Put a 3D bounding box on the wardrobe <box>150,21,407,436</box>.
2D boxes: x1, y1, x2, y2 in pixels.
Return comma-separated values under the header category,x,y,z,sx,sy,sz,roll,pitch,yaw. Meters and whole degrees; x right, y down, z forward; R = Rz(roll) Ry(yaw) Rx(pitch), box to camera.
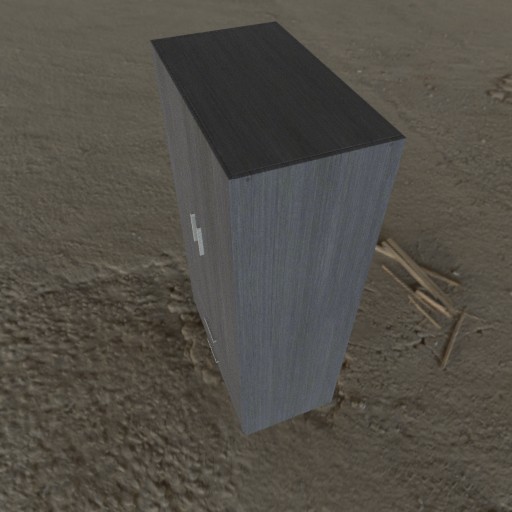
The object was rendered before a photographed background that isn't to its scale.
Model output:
category,x,y,z,sx,sy,sz,roll,pitch,yaw
wardrobe,0.000,0.000,2.223,0.577,1.808,0.991,-16,49,-14
